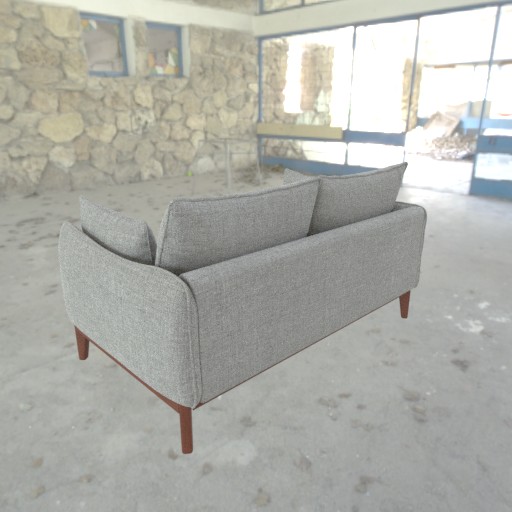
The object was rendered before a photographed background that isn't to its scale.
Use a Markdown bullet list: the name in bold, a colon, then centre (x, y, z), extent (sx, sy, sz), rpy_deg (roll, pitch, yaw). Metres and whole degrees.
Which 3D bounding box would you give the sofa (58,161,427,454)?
- **sofa**: centre (0.000, 0.000, 2.128), extent (1.580, 0.851, 0.972), rpy_deg (-17, 25, -41)
